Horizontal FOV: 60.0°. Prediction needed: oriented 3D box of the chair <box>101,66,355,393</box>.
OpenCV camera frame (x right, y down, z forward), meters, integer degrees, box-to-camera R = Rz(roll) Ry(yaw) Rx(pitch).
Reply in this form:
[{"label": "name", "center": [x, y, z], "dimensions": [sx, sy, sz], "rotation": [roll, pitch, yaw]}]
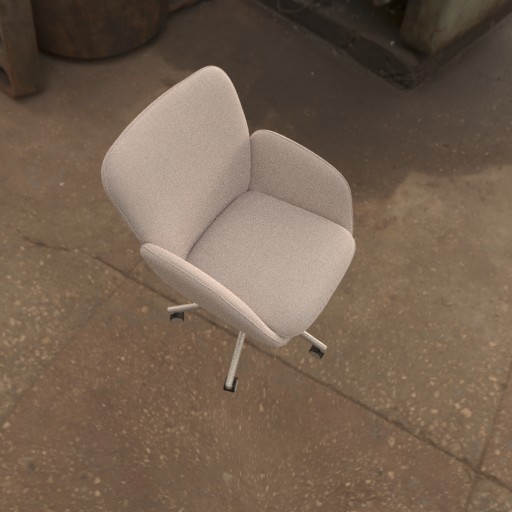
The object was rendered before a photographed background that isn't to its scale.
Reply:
[{"label": "chair", "center": [0.000, 0.000, 1.431], "dimensions": [0.633, 0.959, 0.648], "rotation": [29, 63, 17]}]
